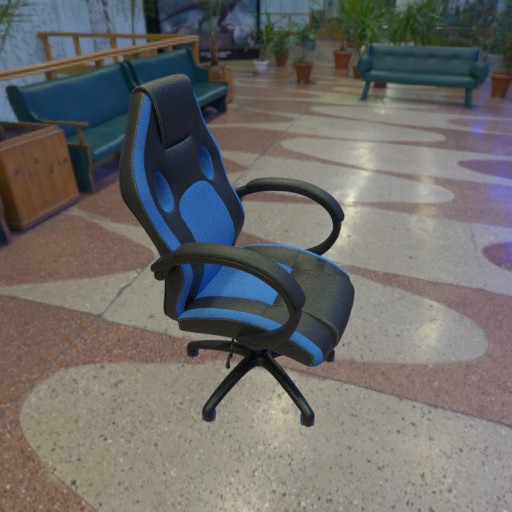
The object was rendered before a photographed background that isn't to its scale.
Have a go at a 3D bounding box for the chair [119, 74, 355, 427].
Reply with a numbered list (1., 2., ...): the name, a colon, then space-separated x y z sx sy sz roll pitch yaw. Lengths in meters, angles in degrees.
1. chair: 0.000 0.000 1.615 0.724 1.187 0.673 11 32 18
